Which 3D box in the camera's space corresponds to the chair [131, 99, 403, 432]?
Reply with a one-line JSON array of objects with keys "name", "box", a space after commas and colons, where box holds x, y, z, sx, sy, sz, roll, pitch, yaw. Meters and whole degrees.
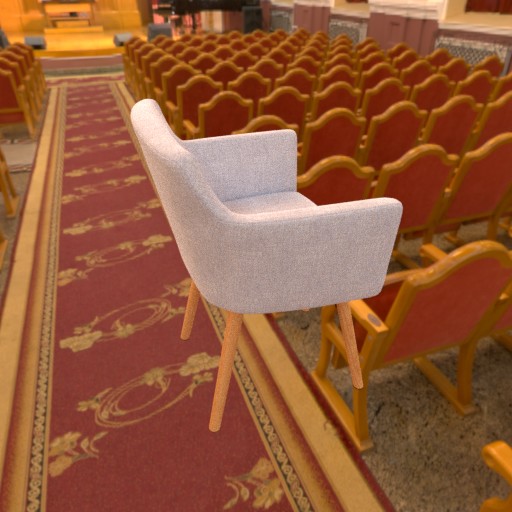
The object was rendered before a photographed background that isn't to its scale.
[{"name": "chair", "box": [0.000, 0.000, 1.185, 0.540, 0.780, 0.570, -10, 33, -16]}]
